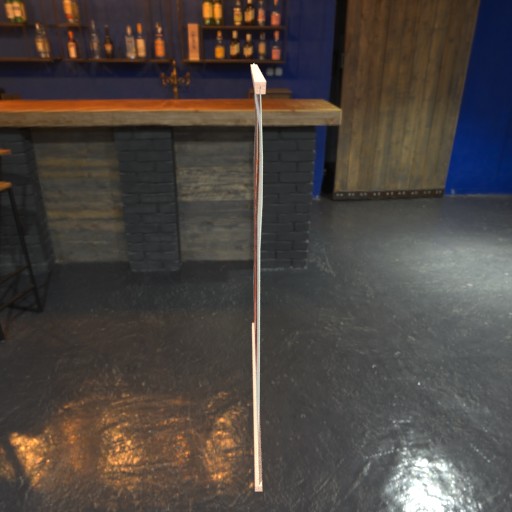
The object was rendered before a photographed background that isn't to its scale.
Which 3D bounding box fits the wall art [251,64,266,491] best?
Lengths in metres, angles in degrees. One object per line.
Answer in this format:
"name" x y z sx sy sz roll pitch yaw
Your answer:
"wall art" 0.000 0.000 1.293 0.020 1.013 0.758 0 25 -1
